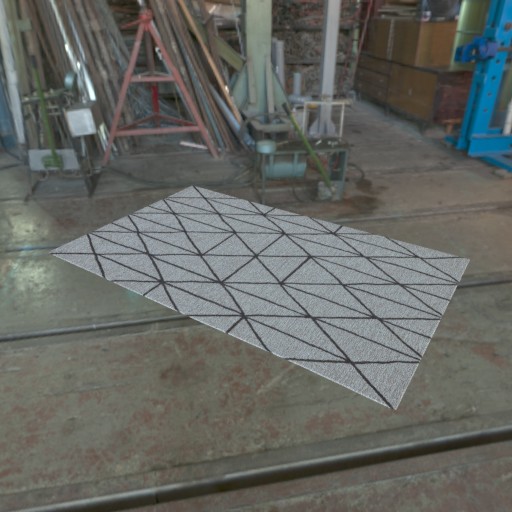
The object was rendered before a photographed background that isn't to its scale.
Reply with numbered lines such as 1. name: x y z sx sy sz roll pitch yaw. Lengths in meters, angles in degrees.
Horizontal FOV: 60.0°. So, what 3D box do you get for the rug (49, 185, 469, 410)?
1. rug: 0.000 0.000 3.046 2.465 0.008 1.526 19 35 29
